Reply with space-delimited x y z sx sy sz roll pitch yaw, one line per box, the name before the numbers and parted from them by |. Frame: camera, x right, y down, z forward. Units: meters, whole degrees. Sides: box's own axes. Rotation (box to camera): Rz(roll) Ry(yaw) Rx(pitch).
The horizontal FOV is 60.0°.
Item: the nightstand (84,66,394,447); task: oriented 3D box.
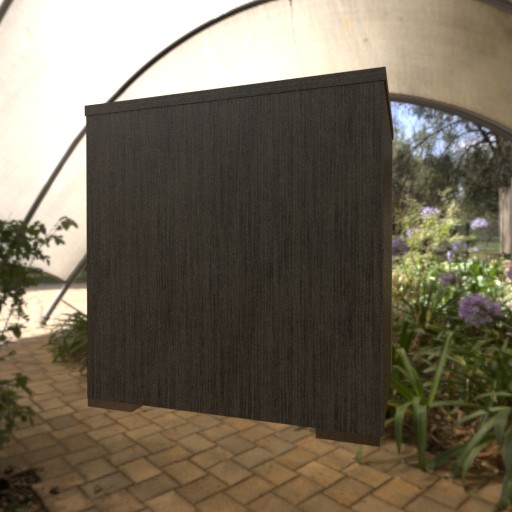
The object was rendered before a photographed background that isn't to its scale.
nightstand | 0.000 0.000 0.760 0.441 0.460 0.325 0 1 19
